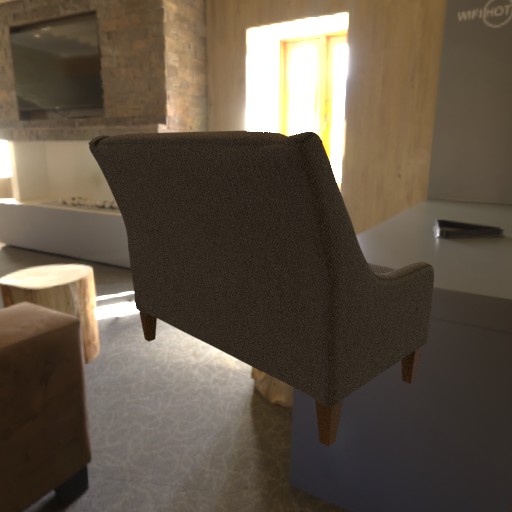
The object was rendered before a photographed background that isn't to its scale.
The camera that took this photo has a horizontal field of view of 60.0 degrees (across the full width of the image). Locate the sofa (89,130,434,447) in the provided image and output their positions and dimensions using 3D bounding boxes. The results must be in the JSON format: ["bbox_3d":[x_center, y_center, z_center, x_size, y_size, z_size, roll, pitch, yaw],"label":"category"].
[{"bbox_3d":[0.000,0.000,1.917,0.873,1.022,1.242,-14,20,-43],"label":"sofa"}]
